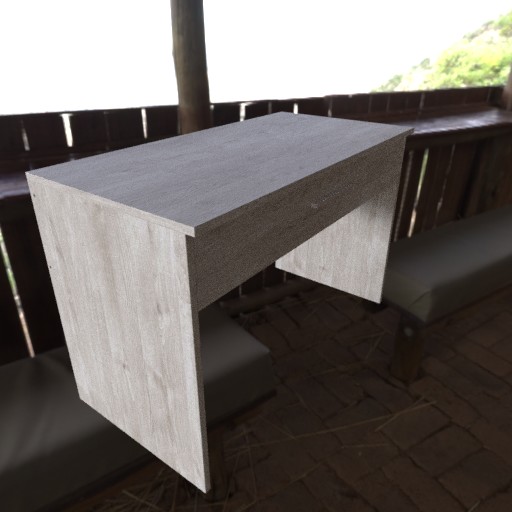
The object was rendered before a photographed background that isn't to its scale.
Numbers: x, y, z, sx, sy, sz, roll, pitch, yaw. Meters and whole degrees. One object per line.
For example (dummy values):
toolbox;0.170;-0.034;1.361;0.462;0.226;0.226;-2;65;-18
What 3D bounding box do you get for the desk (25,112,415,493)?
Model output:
desk;0.000;0.000;1.472;0.560;0.730;1.100;19;33;32
